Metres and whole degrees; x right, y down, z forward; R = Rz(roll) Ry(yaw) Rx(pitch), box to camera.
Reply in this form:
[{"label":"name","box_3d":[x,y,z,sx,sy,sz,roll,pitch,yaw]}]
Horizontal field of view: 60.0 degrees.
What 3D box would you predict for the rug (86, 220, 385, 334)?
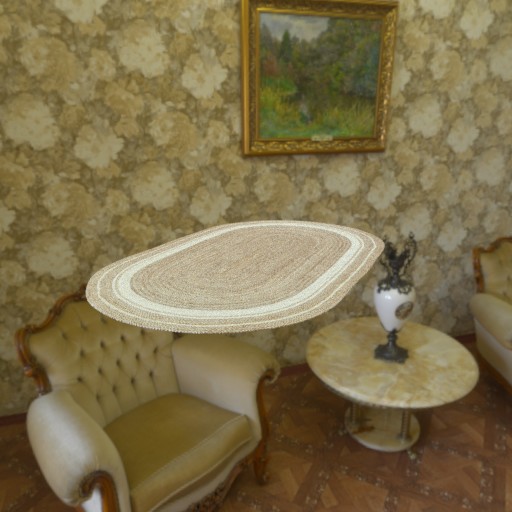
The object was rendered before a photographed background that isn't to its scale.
[{"label":"rug","box_3d":[0.000,0.000,3.029,1.520,0.006,2.432,8,18,26]}]
